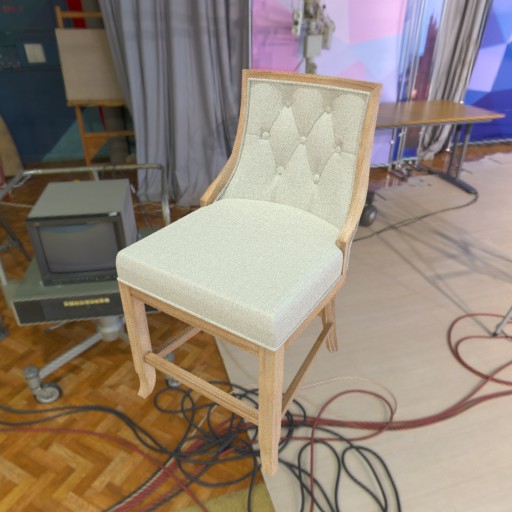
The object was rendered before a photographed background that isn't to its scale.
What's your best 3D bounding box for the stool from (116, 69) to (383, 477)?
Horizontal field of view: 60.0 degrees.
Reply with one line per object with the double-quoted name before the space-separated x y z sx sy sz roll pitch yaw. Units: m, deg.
"stool" 0.000 0.000 1.320 0.524 0.938 0.626 19 36 28
